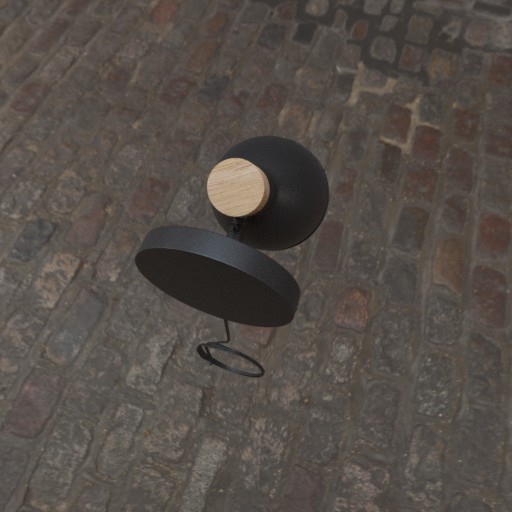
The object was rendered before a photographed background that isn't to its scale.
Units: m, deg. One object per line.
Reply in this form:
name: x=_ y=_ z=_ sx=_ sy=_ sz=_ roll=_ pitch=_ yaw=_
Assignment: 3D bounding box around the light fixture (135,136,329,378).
light fixture: x=0.000 y=0.000 z=0.495 sx=0.127 sy=0.401 sz=0.203 roll=17 pitch=65 yaw=8
